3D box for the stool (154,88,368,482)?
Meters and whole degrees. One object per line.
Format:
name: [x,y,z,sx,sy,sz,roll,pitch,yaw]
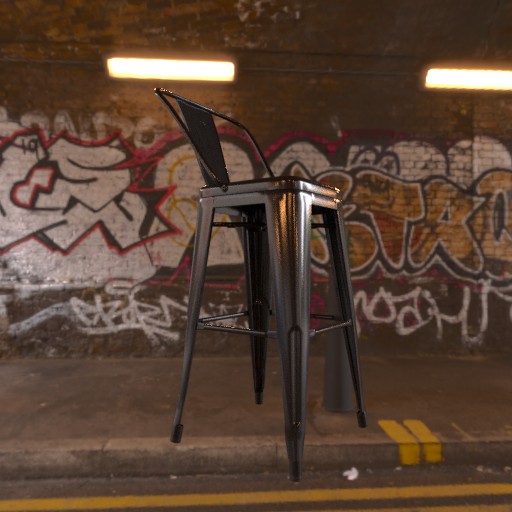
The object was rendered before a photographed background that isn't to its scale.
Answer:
stool: [0.000,0.000,1.308,0.528,1.022,0.432,0,-1,35]
